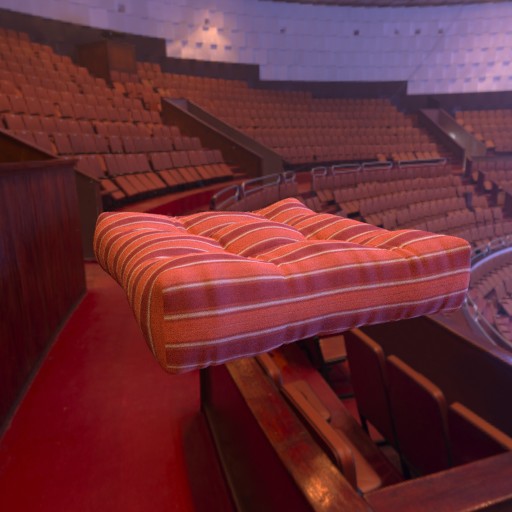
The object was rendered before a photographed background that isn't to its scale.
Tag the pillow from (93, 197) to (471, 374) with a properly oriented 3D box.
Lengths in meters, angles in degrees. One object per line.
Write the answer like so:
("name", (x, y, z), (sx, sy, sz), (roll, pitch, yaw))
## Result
("pillow", (0.000, 0.000, 0.738), (0.468, 0.133, 0.490), (-7, 15, -26))
